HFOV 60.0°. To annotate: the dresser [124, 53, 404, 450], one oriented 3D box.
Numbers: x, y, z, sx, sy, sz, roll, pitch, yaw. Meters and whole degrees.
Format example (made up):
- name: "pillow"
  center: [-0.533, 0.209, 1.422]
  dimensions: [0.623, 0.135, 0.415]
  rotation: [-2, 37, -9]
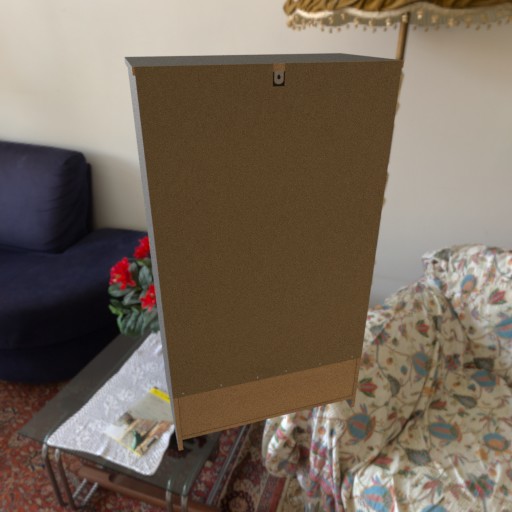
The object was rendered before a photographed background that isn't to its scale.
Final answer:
- name: "dresser"
  center: [0.000, 0.000, 1.538]
  dimensions: [0.704, 1.255, 0.399]
  rotation: [-8, 28, -15]
